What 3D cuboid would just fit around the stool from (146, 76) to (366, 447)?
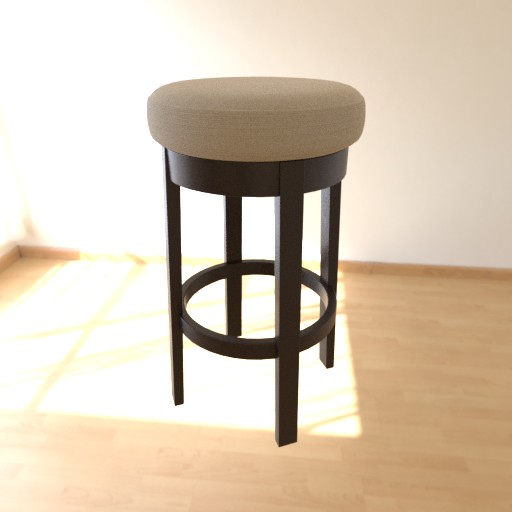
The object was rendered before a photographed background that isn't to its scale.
[{"bbox_3d":[0.000,0.000,1.028,0.446,0.758,0.446,0,26,0],"label":"stool"}]
